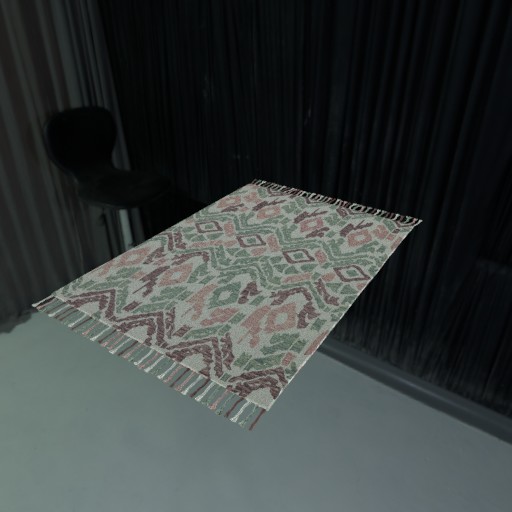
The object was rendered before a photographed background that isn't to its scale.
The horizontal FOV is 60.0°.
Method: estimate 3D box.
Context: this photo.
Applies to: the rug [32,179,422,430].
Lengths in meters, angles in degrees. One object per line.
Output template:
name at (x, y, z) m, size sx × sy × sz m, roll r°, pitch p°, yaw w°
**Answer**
rug at (0.000, 0.000, 2.333) m, size 1.219 × 0.010 × 1.829 m, roll 19°, pitch 36°, yaw 28°
